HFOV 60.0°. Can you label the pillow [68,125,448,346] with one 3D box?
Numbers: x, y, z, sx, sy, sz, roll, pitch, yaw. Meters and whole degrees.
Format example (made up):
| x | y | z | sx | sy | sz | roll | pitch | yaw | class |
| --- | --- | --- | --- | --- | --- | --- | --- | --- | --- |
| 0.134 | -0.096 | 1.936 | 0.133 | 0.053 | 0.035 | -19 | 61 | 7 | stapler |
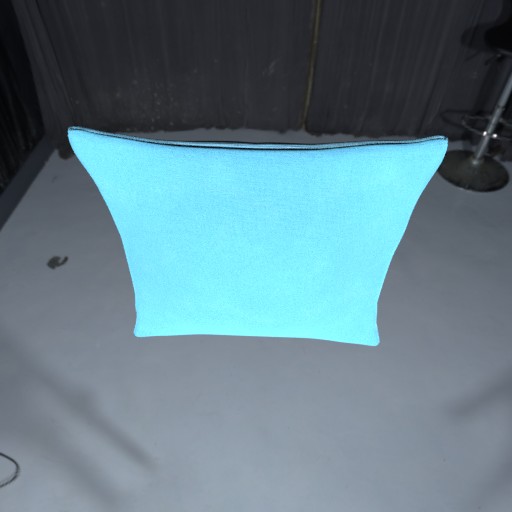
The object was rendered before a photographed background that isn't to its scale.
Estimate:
| x | y | z | sx | sy | sz | roll | pitch | yaw | class |
| --- | --- | --- | --- | --- | --- | --- | --- | --- | --- |
| 0.000 | 0.000 | 0.647 | 0.433 | 0.415 | 0.151 | 2 | 47 | 2 | pillow |
